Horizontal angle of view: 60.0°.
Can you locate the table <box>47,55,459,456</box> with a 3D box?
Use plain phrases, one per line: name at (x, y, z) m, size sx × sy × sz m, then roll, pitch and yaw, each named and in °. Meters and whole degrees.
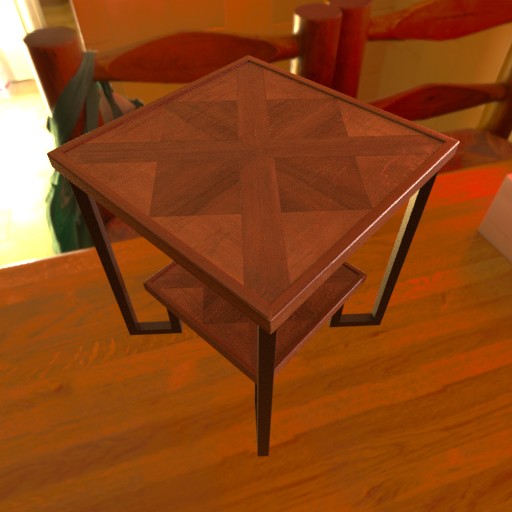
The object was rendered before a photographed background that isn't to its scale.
table at (0.000, 0.000, 0.969) m, size 0.503 × 0.563 × 0.503 m, roll 34°, pitch 57°, yaw 27°
